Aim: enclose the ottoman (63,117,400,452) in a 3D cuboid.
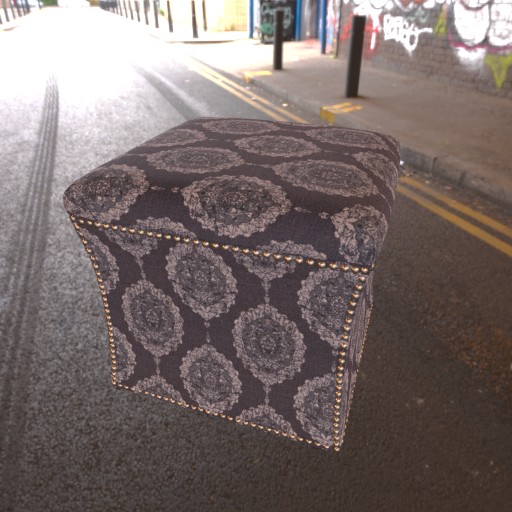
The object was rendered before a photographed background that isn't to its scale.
[{"bbox_3d":[0.000,0.000,0.919,0.507,0.475,0.497,10,32,17],"label":"ottoman"}]
